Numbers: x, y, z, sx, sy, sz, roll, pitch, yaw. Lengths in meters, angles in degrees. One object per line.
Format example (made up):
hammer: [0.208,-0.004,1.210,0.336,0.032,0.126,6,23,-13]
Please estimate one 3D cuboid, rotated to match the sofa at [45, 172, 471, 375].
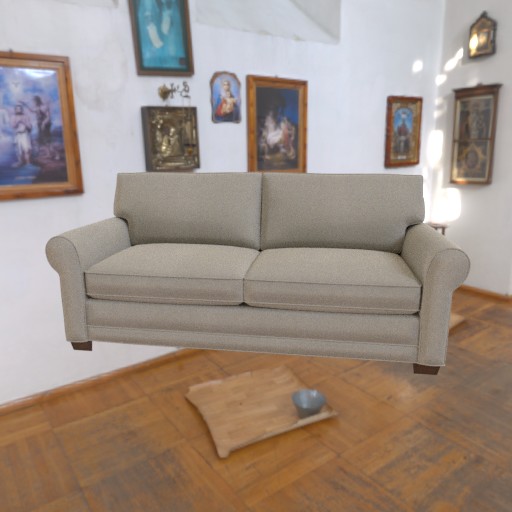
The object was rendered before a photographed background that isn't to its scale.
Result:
sofa: [0.000,0.000,2.638,2.146,0.962,0.901,2,13,8]
